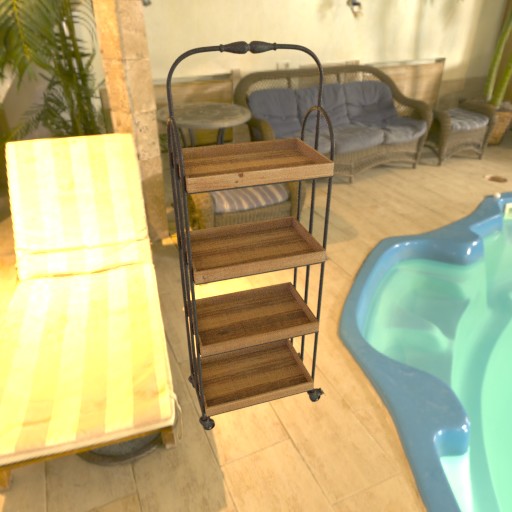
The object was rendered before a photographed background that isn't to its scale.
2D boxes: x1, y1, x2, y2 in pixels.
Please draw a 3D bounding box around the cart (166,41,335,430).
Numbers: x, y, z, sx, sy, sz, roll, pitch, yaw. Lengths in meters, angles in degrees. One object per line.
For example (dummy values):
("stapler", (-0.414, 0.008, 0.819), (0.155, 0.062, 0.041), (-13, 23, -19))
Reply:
("cart", (0.000, 0.000, 1.691), (0.581, 1.481, 0.308), (-9, 32, -16))
